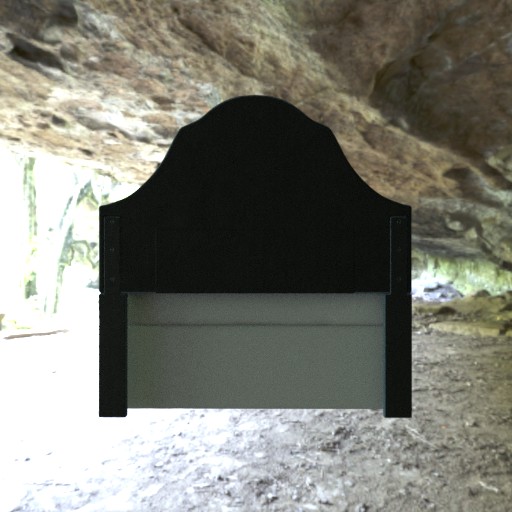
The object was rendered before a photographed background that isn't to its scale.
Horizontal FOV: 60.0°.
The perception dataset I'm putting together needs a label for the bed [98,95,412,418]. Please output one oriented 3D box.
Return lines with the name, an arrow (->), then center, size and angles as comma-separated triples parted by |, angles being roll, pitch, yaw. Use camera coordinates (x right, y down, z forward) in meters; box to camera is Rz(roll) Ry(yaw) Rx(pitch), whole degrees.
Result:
bed -> 0.000, 0.000, 3.228 | 1.636, 1.575, 2.155 | 0, 0, 0
